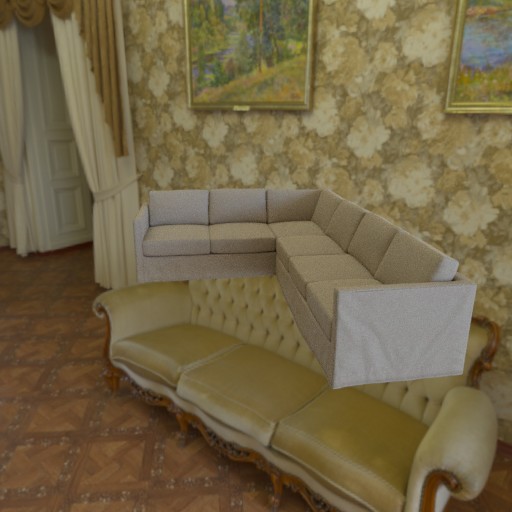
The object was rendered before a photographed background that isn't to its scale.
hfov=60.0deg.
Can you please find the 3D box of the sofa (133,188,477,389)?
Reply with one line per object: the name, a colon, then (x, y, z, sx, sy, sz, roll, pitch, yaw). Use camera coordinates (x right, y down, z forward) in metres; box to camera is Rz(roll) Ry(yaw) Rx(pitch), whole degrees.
sofa: (0.000, 0.000, 4.228, 2.432, 0.871, 3.182, -2, 17, -7)
